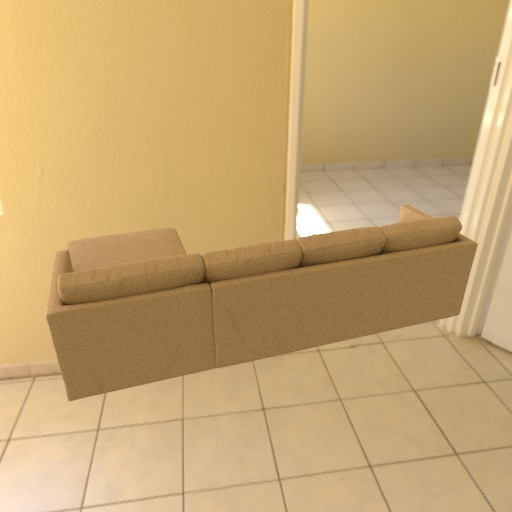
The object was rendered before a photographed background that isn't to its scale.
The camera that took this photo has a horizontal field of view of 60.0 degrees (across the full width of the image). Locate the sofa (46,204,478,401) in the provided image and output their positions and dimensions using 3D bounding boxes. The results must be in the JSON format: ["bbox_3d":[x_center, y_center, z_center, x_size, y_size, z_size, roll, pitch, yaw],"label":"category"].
[{"bbox_3d":[0.000,0.000,3.850,3.177,0.867,1.622,-9,29,-16],"label":"sofa"}]
